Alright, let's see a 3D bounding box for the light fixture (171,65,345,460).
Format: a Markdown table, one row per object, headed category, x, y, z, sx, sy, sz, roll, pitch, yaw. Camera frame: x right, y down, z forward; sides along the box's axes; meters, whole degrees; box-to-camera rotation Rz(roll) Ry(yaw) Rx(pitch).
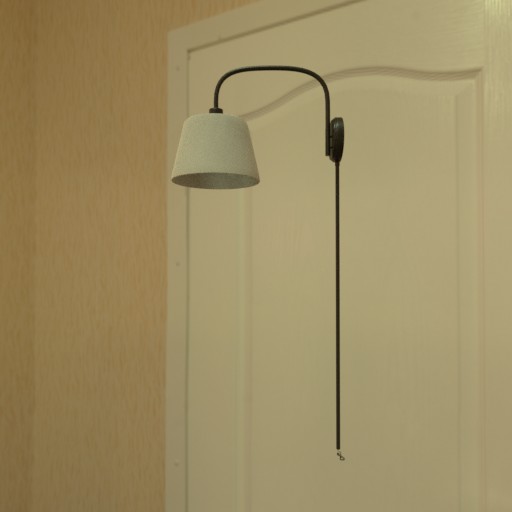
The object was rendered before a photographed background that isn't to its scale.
| category | x | y | z | sx | sy | sz | roll | pitch | yaw |
| --- | --- | --- | --- | --- | --- | --- | --- | --- | --- |
| light fixture | 0.000 | 0.000 | 0.462 | 0.176 | 0.399 | 0.092 | 0 | -1 | 1 |
